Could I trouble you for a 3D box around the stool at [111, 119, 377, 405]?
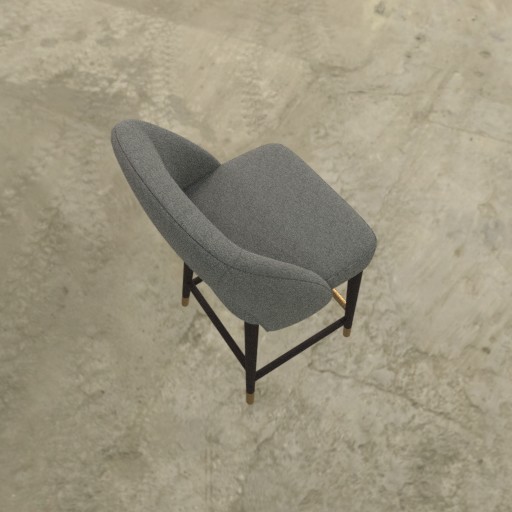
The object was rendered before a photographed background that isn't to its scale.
[{"bbox_3d":[0.000,0.000,1.254,0.524,0.925,0.536,-30,62,-18],"label":"stool"}]
